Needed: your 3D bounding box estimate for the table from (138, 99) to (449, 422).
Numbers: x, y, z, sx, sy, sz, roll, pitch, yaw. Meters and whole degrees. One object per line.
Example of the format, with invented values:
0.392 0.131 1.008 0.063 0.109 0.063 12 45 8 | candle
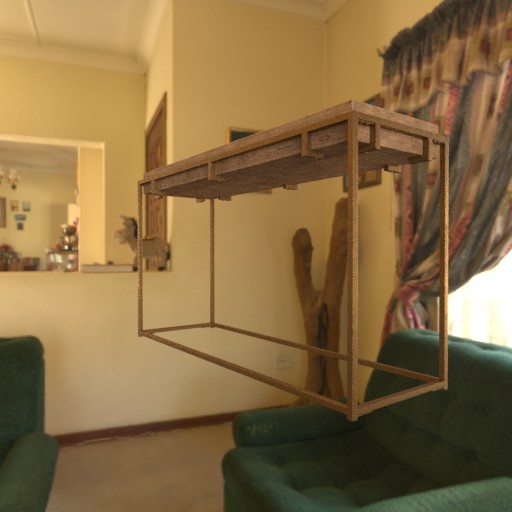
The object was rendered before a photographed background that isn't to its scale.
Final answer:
0.000 0.000 1.802 0.440 0.820 1.400 0 1 -37 | table
